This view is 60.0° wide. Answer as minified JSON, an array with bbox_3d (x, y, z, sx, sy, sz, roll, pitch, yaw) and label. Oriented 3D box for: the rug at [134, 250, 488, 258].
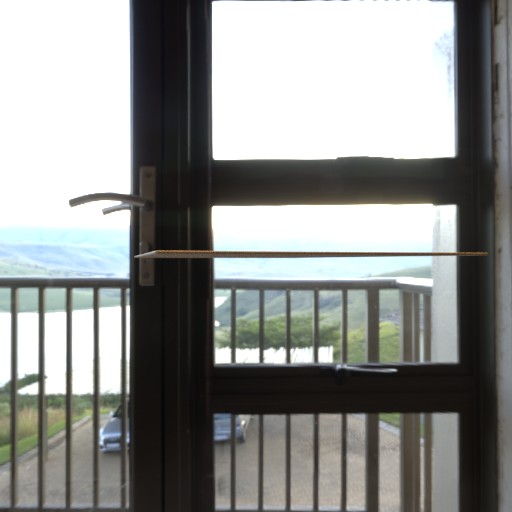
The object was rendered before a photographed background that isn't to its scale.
[{"bbox_3d":[0.000,0.000,3.011,1.531,0.014,2.441,0,-1,-17],"label":"rug"}]
